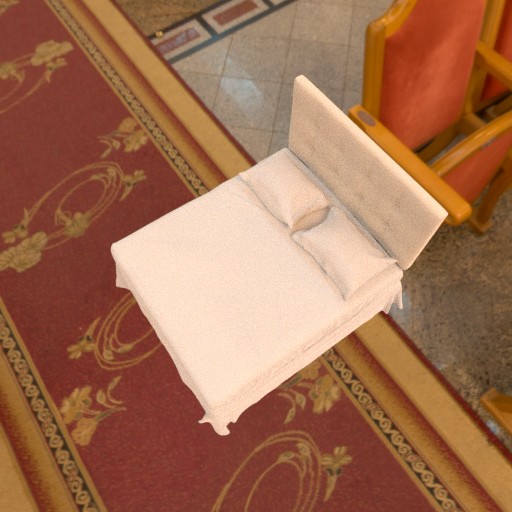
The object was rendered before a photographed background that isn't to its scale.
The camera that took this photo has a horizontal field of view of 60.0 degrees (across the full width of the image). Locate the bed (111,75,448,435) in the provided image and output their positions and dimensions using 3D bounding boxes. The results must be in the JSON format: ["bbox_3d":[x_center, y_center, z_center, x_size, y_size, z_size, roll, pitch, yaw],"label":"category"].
[{"bbox_3d":[0.000,0.000,3.707,2.222,1.577,1.936,-32,68,-15],"label":"bed"}]
